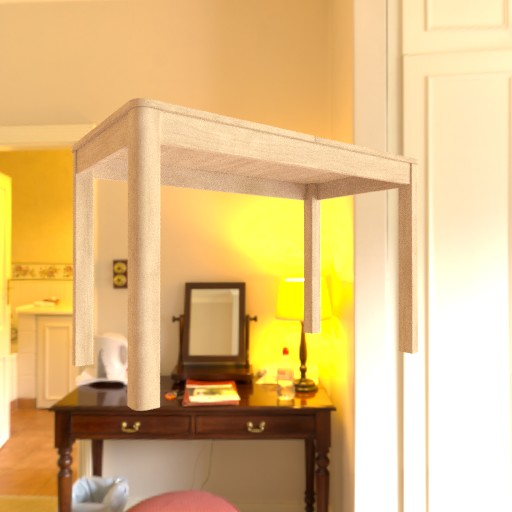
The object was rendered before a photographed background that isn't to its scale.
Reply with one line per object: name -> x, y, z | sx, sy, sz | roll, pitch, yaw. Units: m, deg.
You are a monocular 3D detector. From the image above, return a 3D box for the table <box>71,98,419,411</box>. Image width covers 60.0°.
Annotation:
table -> 0.000, 0.000, 1.969 | 1.400, 0.900, 0.750 | 0, 0, -36
